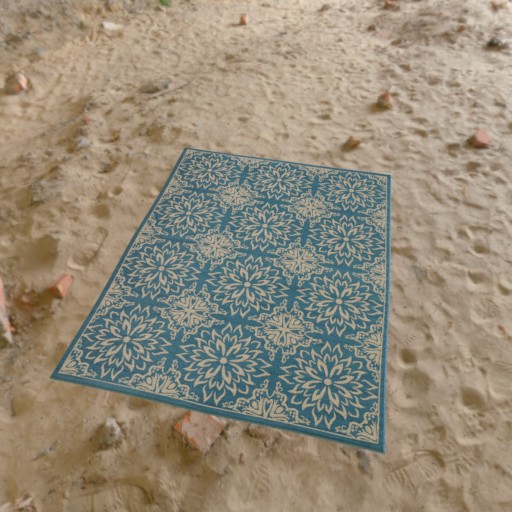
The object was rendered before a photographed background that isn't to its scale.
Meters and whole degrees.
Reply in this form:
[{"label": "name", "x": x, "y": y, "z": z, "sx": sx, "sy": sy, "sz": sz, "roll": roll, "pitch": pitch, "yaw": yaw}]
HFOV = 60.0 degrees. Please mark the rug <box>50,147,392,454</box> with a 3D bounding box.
[{"label": "rug", "x": 0.000, "y": 0.000, "z": 3.959, "sx": 2.350, "sy": 0.018, "sz": 2.964, "roll": 9, "pitch": 48, "yaw": 9}]
